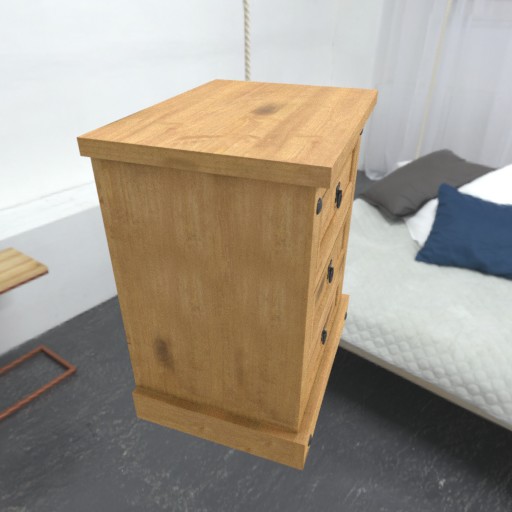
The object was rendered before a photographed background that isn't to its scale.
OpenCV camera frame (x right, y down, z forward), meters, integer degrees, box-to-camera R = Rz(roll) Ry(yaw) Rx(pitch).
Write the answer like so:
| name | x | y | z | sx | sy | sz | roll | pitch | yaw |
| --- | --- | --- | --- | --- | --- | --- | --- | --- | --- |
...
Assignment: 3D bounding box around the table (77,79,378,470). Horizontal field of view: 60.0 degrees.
| name | x | y | z | sx | sy | sz | roll | pitch | yaw |
| --- | --- | --- | --- | --- | --- | --- | --- | --- | --- |
| table | 0.000 | 0.000 | 1.258 | 0.500 | 0.813 | 0.660 | 10 | 33 | 17 |
